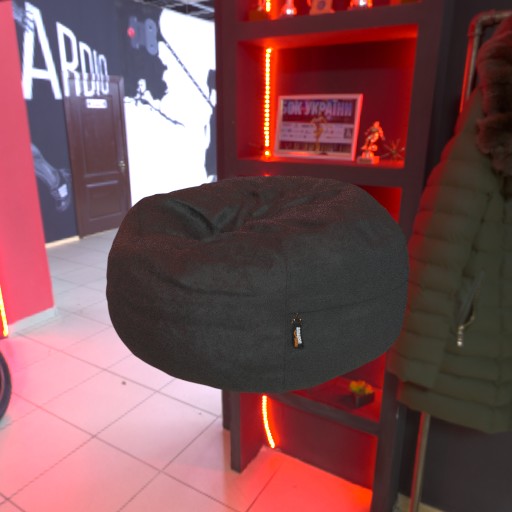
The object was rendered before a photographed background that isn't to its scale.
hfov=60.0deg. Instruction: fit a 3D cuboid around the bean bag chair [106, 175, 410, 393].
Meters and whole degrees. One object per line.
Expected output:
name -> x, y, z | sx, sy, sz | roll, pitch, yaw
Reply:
bean bag chair -> 0.000, 0.000, 2.330 | 1.525, 0.751, 1.525 | 0, 17, 0
